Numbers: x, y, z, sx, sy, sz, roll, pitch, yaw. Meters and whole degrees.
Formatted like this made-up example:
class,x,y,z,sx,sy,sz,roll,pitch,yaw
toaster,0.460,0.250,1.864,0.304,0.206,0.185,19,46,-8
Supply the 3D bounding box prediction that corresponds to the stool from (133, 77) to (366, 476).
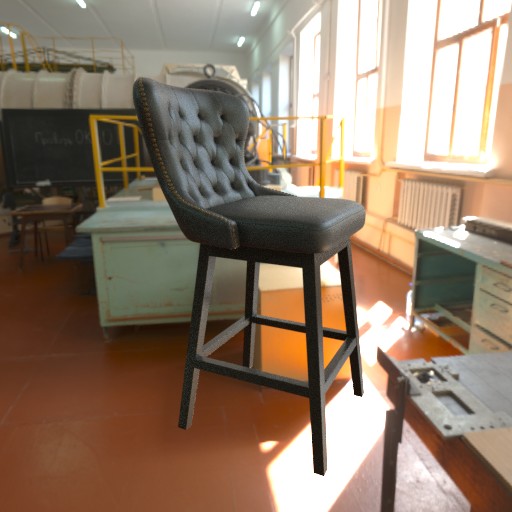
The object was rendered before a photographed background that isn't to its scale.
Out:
class,x,y,z,sx,sy,sz,roll,pitch,yaw
stool,0.000,0.000,1.297,0.593,0.971,0.528,7,16,26
